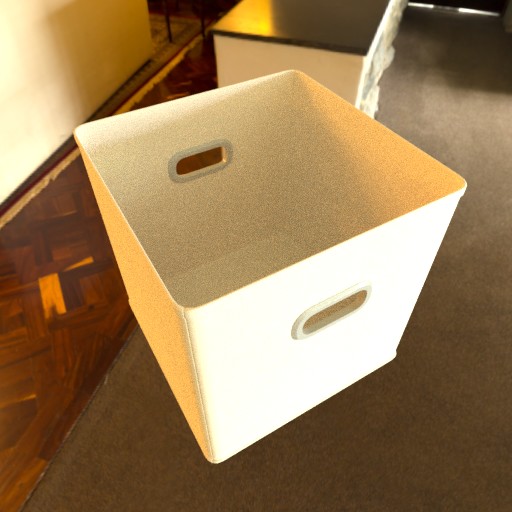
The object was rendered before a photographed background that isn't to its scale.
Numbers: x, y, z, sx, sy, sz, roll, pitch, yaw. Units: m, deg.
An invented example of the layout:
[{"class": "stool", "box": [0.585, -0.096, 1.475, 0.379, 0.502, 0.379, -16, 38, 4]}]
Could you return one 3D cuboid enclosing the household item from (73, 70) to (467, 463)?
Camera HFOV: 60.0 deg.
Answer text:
[{"class": "household item", "box": [0.000, 0.000, 0.565, 0.305, 0.305, 0.305, -23, 51, -21]}]
